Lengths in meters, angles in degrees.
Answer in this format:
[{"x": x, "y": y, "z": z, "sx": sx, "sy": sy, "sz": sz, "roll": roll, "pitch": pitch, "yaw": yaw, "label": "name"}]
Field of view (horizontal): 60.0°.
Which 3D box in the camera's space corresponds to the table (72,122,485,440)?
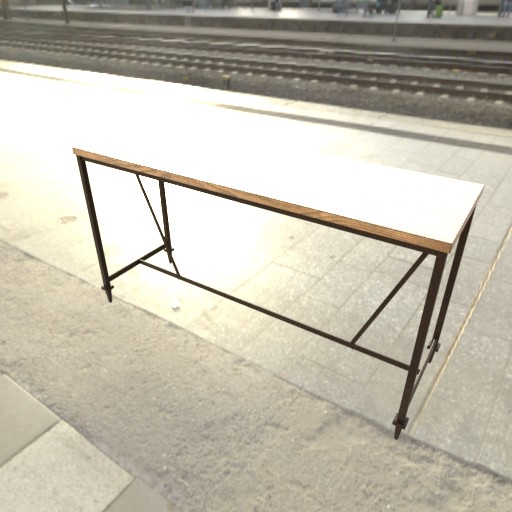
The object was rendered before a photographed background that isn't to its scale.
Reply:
[{"x": 0.000, "y": 0.000, "z": 2.094, "sx": 1.700, "sy": 0.902, "sz": 0.551, "roll": 18, "pitch": 35, "yaw": 28, "label": "table"}]
